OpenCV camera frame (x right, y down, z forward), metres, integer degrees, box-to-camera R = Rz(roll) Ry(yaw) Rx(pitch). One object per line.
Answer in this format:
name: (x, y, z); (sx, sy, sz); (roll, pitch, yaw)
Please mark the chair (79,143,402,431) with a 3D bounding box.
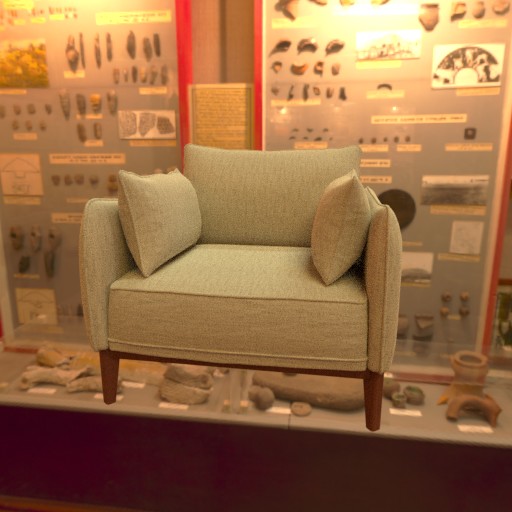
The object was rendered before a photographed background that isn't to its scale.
chair: (0.000, 0.000, 1.729); (0.994, 0.855, 0.991); (2, 14, 9)
